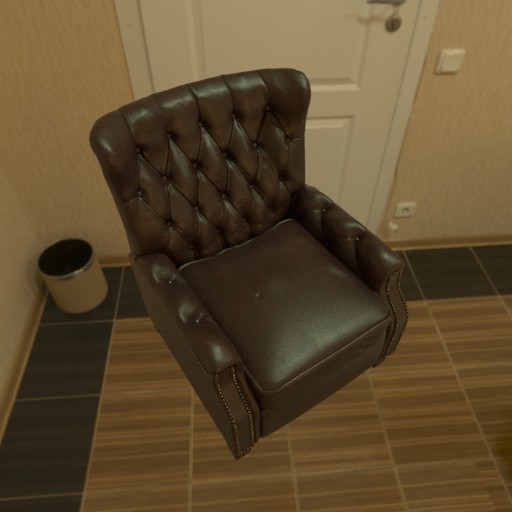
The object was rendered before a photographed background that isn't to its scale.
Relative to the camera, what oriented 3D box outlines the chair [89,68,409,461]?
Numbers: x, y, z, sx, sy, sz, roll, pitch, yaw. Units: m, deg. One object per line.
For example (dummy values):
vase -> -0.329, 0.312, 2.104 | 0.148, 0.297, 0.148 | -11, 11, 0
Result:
chair -> 0.000, 0.000, 1.438 | 0.709, 0.864, 0.823 | -26, 51, -23
